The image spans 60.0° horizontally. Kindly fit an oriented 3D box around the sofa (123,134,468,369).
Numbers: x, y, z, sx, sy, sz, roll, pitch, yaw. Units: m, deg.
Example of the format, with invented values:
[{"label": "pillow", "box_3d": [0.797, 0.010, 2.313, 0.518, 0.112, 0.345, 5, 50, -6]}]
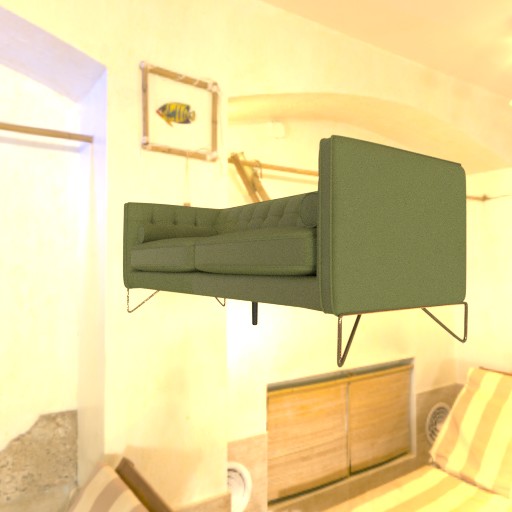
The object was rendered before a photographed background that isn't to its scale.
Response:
[{"label": "sofa", "box_3d": [0.000, 0.000, 2.530, 0.867, 0.789, 2.087, 1, -1, -35]}]
